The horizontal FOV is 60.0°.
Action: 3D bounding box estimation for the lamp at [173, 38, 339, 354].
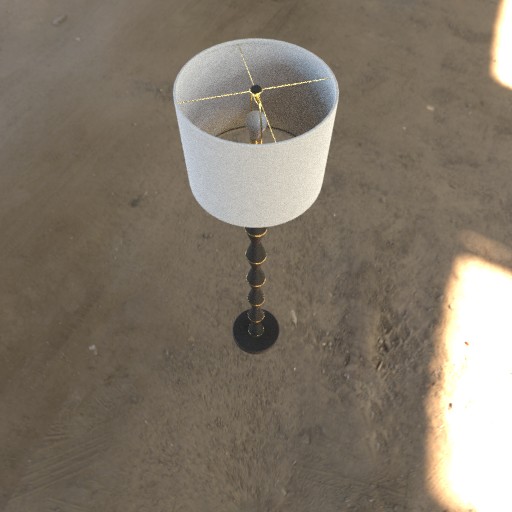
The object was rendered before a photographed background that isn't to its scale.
[{"bbox_3d":[0.000,0.000,1.649,0.381,1.480,0.381,-12,59,-7],"label":"lamp"}]
